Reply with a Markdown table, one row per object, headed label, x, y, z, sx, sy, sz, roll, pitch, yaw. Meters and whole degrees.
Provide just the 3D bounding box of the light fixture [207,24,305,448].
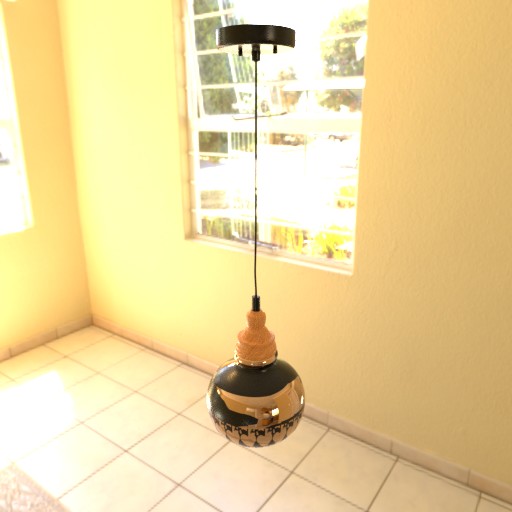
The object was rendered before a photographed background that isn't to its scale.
| label | x | y | z | sx | sy | sz | roll | pitch | yaw |
| --- | --- | --- | --- | --- | --- | --- | --- | --- | --- |
| light fixture | 0.000 | 0.000 | 1.756 | 0.430 | 1.606 | 0.430 | 8 | 19 | 25 |
